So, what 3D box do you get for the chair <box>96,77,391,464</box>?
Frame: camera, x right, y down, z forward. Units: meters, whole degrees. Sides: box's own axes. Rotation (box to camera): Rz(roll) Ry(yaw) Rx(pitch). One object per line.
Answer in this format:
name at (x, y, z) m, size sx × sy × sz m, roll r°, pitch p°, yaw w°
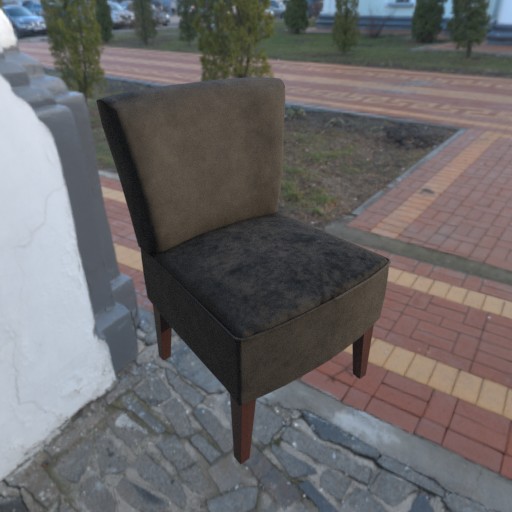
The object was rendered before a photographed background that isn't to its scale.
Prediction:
chair at (0.000, 0.000, 1.166) m, size 0.521 × 0.806 × 0.554 m, roll -22°, pitch 36°, yaw -33°
